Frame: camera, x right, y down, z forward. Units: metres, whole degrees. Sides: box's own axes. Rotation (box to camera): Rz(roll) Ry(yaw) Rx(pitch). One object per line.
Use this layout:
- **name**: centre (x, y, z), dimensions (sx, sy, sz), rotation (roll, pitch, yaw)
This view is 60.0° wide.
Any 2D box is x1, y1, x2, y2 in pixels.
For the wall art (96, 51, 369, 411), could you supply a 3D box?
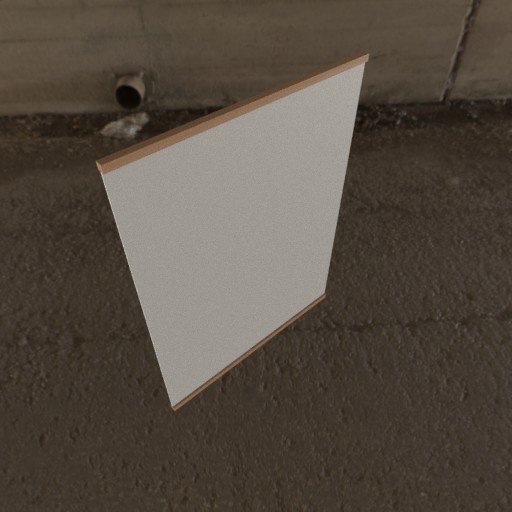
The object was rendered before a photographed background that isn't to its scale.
- **wall art**: centre (0.000, 0.000, 0.809), dimensions (0.459, 0.608, 0.012), rotation (-32, 54, -27)
